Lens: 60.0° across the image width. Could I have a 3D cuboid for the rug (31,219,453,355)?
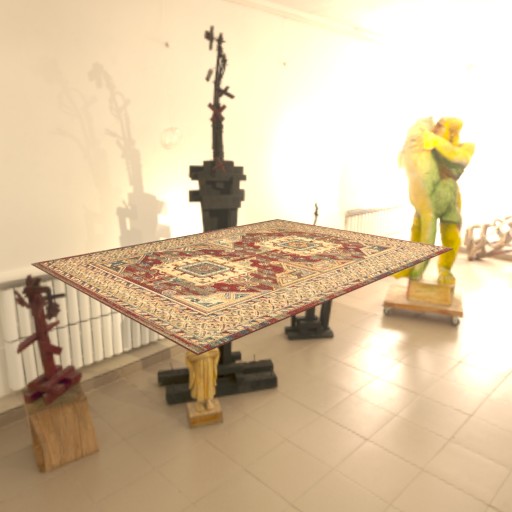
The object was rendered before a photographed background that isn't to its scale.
[{"bbox_3d":[0.000,0.000,4.162,3.197,0.013,2.381,-14,20,-43],"label":"rug"}]
